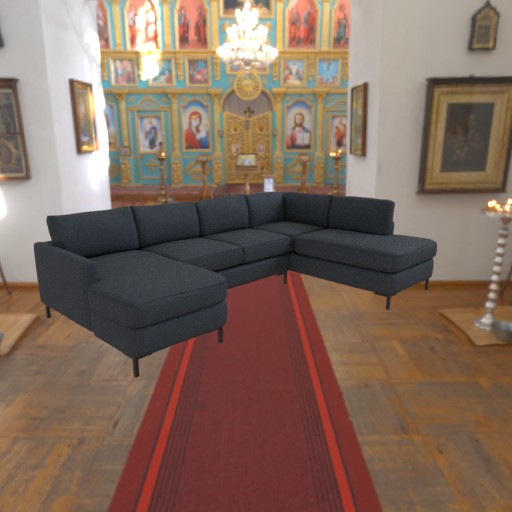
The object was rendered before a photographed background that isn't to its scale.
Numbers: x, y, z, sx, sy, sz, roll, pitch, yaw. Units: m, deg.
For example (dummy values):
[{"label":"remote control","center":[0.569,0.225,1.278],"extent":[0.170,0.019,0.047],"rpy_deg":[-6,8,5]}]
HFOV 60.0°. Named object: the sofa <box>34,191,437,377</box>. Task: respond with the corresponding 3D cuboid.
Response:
[{"label":"sofa","center":[0.000,0.000,3.833],"extent":[1.984,0.858,2.975],"rpy_deg":[13,19,43]}]
